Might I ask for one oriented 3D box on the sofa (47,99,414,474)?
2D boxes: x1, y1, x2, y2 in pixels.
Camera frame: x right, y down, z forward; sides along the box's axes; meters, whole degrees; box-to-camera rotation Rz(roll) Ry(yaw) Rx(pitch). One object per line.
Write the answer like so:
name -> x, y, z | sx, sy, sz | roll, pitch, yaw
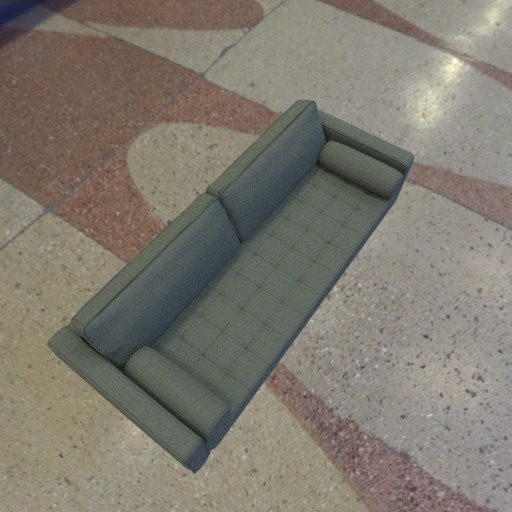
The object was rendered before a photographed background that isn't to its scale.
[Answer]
sofa -> 0.000, 0.000, 2.601 | 0.914, 0.762, 2.198 | 32, 63, 18
